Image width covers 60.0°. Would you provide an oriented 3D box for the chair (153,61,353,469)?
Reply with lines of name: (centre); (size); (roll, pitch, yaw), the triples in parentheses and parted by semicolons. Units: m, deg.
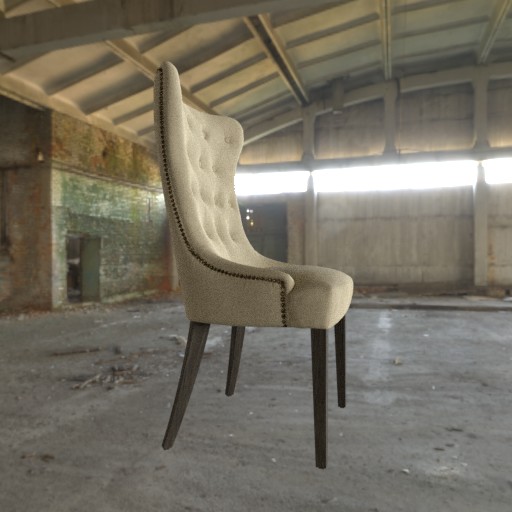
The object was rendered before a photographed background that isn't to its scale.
chair: (0.000, 0.000, 1.406); (0.590, 1.065, 0.584); (0, 0, 17)
